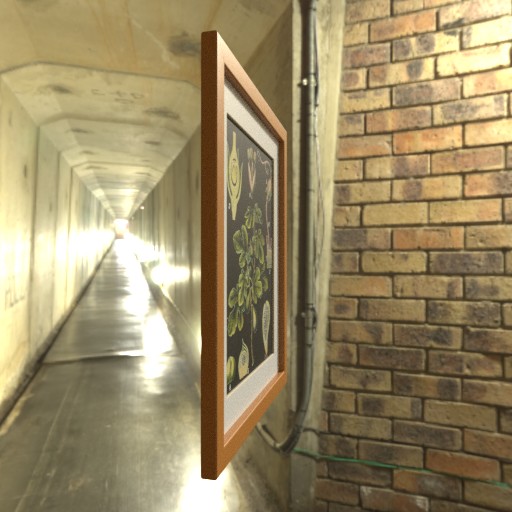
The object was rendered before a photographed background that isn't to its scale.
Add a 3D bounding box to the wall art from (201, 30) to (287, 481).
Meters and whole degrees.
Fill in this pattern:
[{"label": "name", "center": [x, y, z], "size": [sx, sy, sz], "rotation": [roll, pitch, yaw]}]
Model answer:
[{"label": "wall art", "center": [0.000, 0.000, 0.523], "size": [0.015, 0.379, 0.310], "rotation": [0, 0, 15]}]
